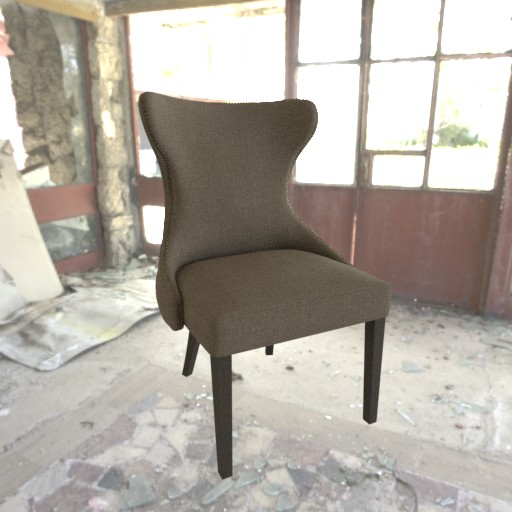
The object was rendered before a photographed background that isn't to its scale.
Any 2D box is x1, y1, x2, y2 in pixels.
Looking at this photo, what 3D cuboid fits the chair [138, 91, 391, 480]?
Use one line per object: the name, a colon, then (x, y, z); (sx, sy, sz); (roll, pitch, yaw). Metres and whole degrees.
chair: (0.000, 0.000, 1.372); (0.628, 0.967, 0.635); (-8, 18, -26)
